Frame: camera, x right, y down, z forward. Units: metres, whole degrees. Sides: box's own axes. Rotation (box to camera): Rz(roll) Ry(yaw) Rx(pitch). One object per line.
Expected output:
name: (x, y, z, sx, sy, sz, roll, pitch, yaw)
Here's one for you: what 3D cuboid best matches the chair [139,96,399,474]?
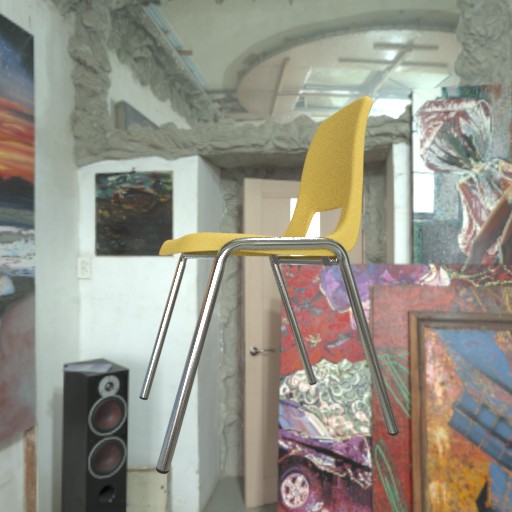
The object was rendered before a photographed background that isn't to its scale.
chair: (0.000, 0.000, 0.903, 0.436, 0.653, 0.381, 0, 0, -19)
